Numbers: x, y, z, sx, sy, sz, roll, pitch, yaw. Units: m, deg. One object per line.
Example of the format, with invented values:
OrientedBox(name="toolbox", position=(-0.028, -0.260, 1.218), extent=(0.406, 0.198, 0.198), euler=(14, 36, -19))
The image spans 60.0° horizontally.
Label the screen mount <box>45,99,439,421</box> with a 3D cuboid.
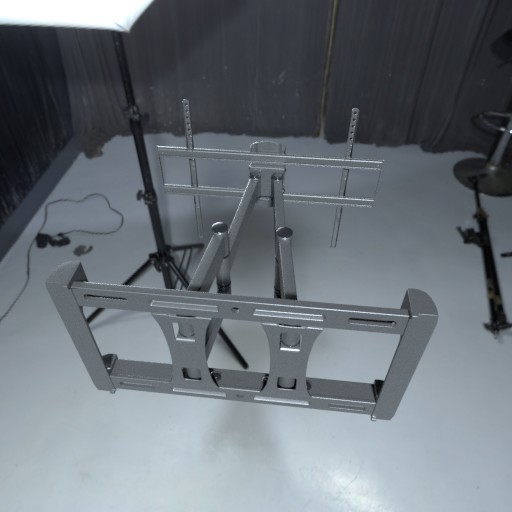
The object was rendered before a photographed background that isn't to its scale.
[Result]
OrientedBox(name="screen mount", position=(0.000, 0.000, 1.099), extent=(0.661, 0.491, 0.644), euler=(4, 44, 5))
